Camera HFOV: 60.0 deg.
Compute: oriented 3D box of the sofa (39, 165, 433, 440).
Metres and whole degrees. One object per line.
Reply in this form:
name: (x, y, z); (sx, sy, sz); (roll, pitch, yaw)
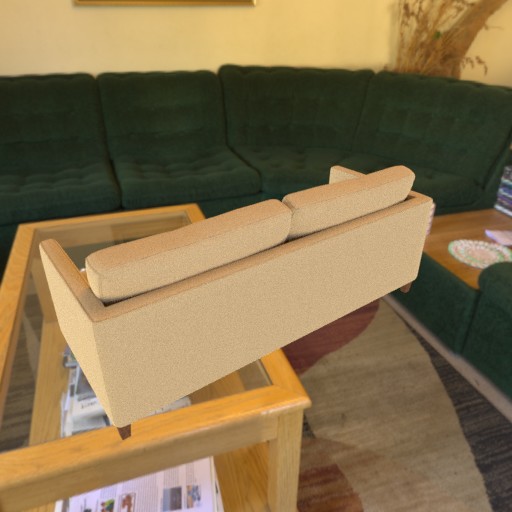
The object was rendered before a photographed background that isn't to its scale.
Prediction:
sofa: (0.000, 0.000, 2.871); (2.361, 0.968, 0.951); (-20, 35, -31)
